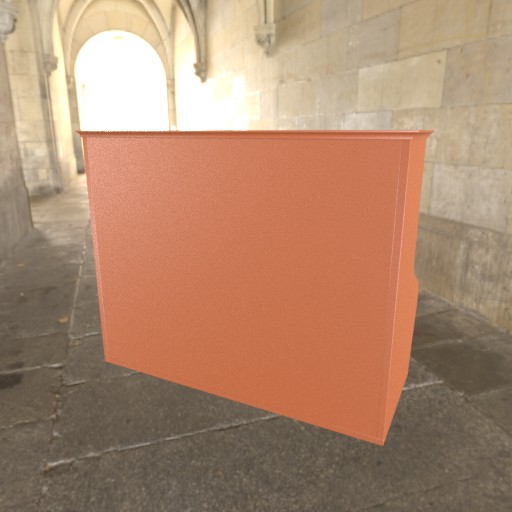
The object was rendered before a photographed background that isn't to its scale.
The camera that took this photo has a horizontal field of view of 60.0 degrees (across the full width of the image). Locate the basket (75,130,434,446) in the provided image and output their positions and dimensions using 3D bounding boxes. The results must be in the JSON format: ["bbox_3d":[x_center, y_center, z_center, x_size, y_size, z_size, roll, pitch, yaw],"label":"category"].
[{"bbox_3d":[0.000,0.000,1.147,0.792,0.625,0.376,8,18,26],"label":"basket"}]
